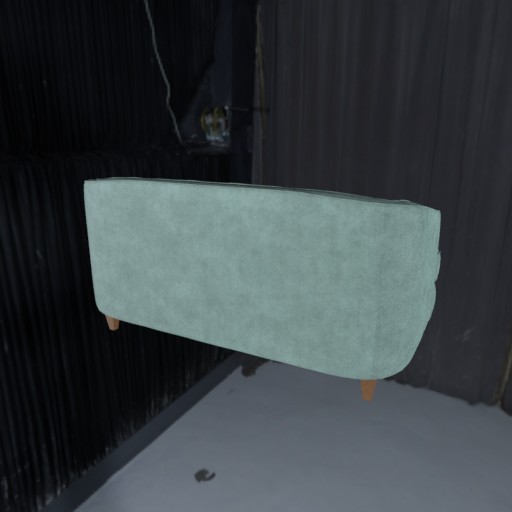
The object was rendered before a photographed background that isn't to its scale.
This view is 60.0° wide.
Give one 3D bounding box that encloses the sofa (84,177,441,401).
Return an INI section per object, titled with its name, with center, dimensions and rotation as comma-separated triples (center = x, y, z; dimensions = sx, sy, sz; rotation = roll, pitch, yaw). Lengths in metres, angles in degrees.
[sofa]
center = 0.000, 0.000, 2.331
dimensions = 1.733, 0.855, 0.941
rotation = 8, 18, 27
